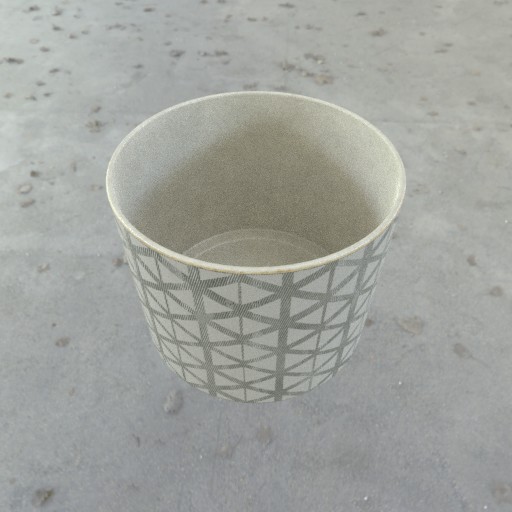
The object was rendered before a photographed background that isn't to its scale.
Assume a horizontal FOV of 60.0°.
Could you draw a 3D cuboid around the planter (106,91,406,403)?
[{"bbox_3d":[0.000,0.000,0.465,0.250,0.239,0.250,0,47,0],"label":"planter"}]
